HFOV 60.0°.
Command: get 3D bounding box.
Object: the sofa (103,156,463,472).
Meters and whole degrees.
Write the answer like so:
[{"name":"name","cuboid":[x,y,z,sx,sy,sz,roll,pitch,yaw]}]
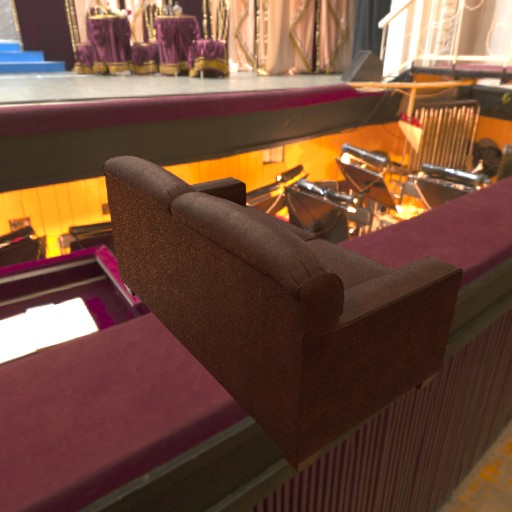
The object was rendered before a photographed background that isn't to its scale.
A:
[{"name":"sofa","cuboid":[0.000,0.000,2.428,1.000,0.966,1.856,-17,30,-32]}]
